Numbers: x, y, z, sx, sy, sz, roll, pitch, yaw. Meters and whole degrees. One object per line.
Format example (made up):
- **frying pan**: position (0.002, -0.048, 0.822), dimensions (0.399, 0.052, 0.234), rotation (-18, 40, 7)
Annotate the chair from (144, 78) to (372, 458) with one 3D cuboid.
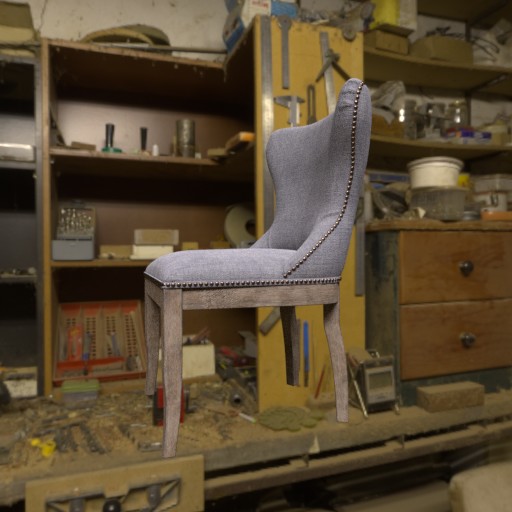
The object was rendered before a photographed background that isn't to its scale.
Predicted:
- **chair**: position (0.000, 0.000, 1.459), dimensions (0.681, 1.002, 0.654), rotation (0, 1, -19)
